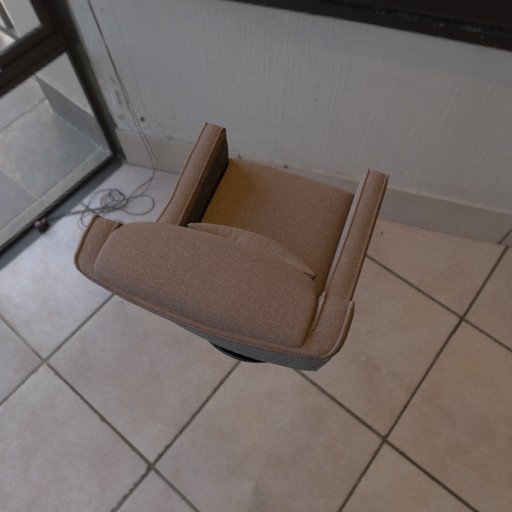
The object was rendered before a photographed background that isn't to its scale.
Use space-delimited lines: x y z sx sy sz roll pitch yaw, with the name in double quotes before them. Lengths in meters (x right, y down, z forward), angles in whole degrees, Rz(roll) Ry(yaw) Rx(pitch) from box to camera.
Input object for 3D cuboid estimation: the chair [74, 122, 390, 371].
"chair" 0.000 0.000 1.592 0.732 0.993 0.879 18 65 9
